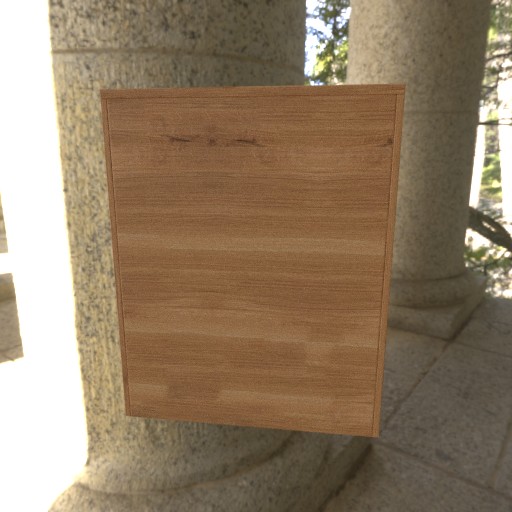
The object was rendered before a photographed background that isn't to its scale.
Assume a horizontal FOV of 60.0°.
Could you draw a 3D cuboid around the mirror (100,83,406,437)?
[{"bbox_3d":[0.000,0.000,1.456,0.800,1.000,0.400,2,14,8],"label":"mirror"}]
